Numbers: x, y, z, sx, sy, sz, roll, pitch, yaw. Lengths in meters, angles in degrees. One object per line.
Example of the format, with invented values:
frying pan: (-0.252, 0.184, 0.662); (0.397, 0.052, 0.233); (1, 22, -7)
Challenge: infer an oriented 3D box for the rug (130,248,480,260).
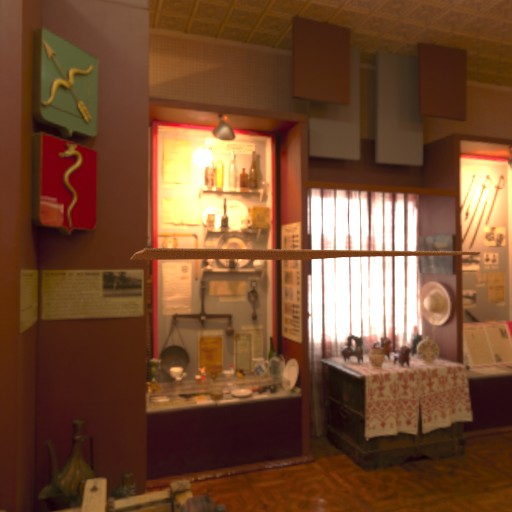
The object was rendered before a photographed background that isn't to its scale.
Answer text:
rug: (0.000, 0.000, 3.011); (1.596, 0.030, 2.283); (0, -1, -17)
